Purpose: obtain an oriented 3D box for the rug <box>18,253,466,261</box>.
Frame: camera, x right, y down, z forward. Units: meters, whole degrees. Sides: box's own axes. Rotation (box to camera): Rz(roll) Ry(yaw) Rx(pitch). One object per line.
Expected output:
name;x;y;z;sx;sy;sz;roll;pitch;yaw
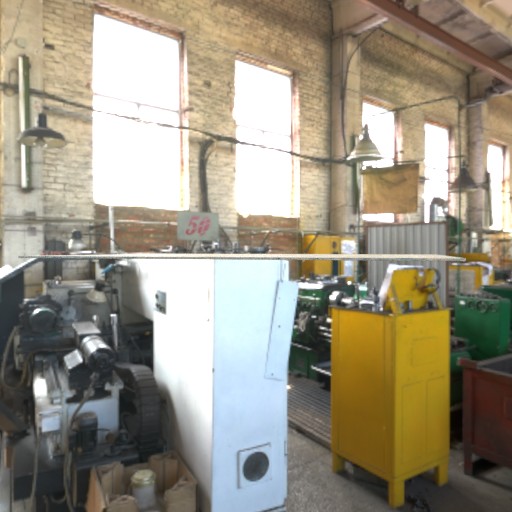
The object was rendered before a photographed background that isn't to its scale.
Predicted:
rug;0.000;0.000;2.278;1.820;0.009;1.260;0;1;18
